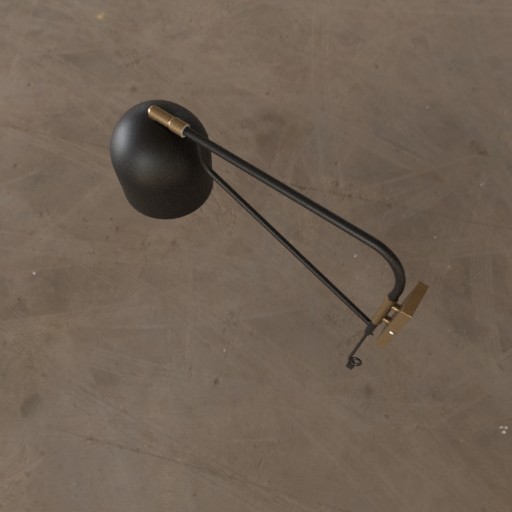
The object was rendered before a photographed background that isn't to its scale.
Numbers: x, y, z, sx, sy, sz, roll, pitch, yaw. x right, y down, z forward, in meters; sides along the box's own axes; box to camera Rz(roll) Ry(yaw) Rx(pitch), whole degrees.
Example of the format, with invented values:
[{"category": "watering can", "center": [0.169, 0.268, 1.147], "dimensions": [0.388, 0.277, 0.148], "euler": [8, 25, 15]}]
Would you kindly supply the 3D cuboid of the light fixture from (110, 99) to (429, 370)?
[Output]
[{"category": "light fixture", "center": [0.000, 0.000, 1.085], "dimensions": [0.720, 0.696, 0.215], "euler": [32, 67, 15]}]
